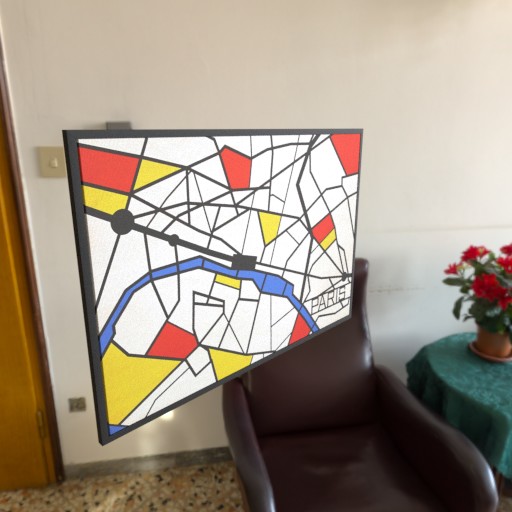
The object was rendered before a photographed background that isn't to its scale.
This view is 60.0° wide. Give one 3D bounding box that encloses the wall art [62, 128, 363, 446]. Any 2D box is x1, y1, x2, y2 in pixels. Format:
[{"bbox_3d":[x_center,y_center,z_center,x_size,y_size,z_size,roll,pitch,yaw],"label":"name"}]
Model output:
[{"bbox_3d":[0.000,0.000,0.833,0.664,0.458,0.013,-16,22,-43],"label":"wall art"}]
